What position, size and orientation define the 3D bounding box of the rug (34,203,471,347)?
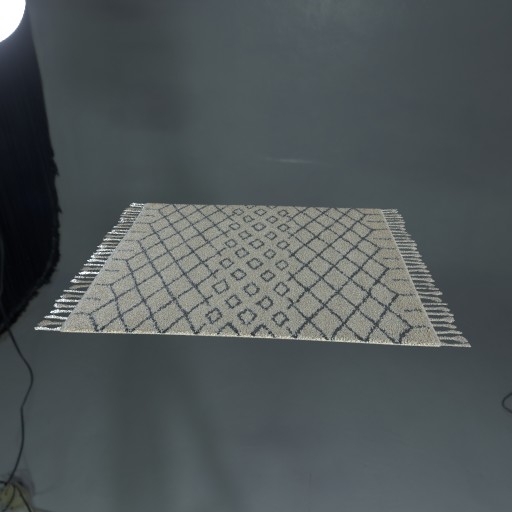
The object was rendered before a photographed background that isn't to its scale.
[{"bbox_3d":[0.000,0.000,4.267,3.213,0.030,2.388,2,30,3],"label":"rug"}]
